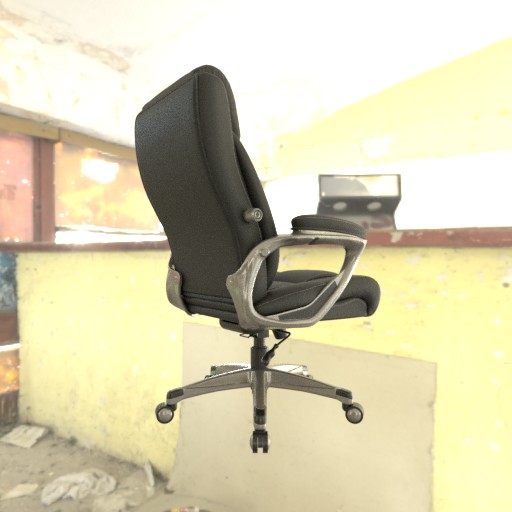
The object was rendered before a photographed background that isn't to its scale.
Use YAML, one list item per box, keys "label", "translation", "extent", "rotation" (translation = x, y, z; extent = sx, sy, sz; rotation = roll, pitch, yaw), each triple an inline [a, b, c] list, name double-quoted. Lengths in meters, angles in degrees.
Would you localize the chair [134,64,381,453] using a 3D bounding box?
- label: "chair"
  translation: [0.000, 0.000, 1.675]
  extent: [0.784, 1.167, 0.741]
  rotation: [0, 0, -36]
